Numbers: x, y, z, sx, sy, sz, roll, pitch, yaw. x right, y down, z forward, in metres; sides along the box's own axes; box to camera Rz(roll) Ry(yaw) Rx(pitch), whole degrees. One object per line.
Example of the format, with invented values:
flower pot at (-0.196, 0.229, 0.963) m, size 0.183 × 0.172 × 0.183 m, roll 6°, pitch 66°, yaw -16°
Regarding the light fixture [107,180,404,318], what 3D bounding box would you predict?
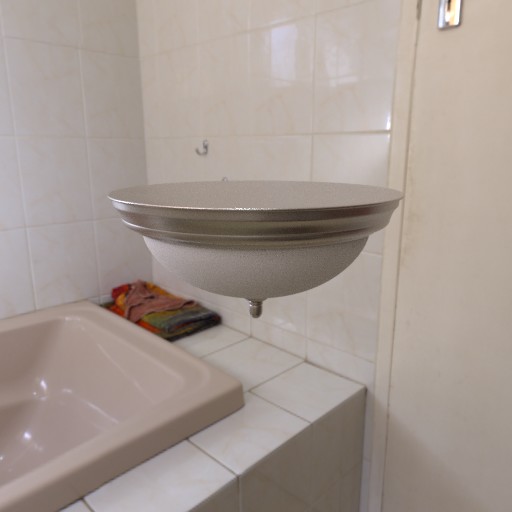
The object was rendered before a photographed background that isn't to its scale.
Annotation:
light fixture at (0.000, 0.000, 0.454) m, size 0.280 × 0.135 × 0.280 m, roll 0°, pitch 14°, yaw 0°
